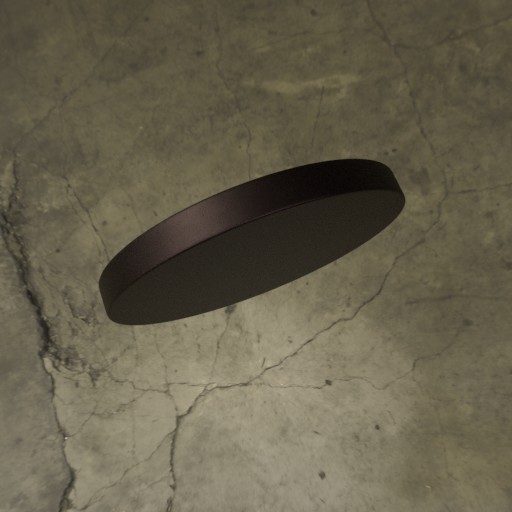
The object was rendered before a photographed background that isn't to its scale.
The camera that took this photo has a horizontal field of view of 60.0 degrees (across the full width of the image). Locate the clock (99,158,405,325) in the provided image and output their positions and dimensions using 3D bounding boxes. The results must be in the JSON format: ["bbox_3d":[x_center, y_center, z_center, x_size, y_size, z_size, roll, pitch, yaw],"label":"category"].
[{"bbox_3d":[0.000,0.000,0.462,0.314,0.314,0.029,-20,76,-5],"label":"clock"}]
